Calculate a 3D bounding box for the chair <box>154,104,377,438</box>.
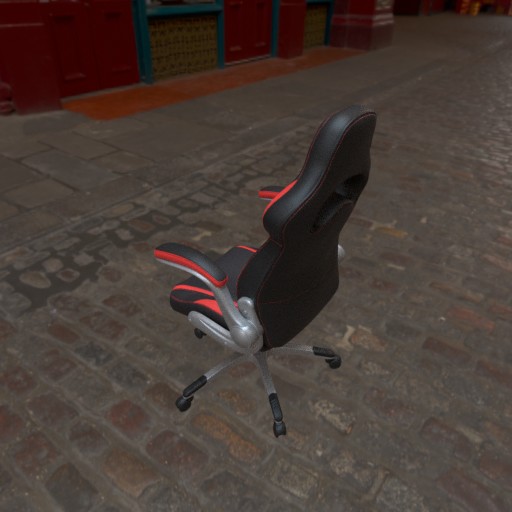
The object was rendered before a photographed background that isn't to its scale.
[{"bbox_3d":[0.000,0.000,1.638,0.712,1.165,0.758,22,39,30],"label":"chair"}]
